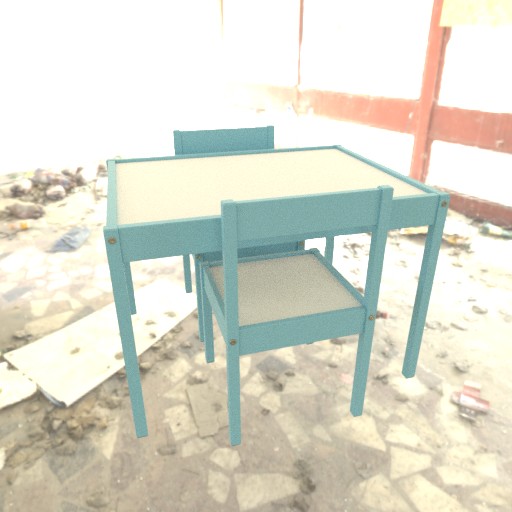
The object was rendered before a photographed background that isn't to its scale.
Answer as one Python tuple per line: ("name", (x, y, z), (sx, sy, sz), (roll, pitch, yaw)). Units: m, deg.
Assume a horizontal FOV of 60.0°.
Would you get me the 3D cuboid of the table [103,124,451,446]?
("table", (0.000, 0.000, 1.068), (0.639, 0.503, 0.633), (-7, 27, -15))
